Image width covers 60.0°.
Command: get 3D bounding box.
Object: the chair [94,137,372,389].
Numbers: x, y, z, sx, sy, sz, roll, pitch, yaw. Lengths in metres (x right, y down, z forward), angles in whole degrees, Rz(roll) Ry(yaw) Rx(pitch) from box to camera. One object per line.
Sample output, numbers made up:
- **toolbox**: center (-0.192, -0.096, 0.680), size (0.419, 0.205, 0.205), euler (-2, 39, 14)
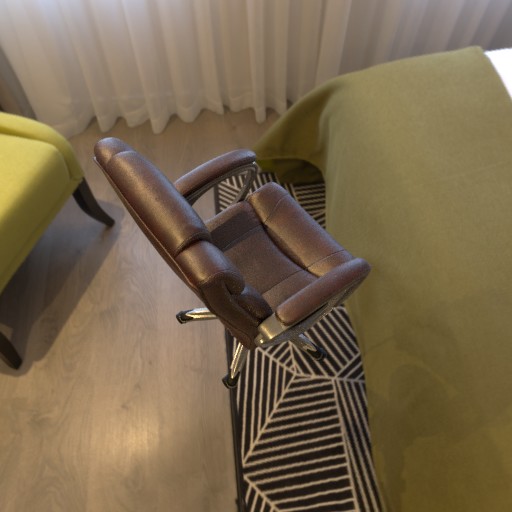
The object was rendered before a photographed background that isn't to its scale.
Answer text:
- **chair**: center (0.000, 0.000, 1.555), size (0.692, 1.128, 0.656), euler (-33, 64, -19)
